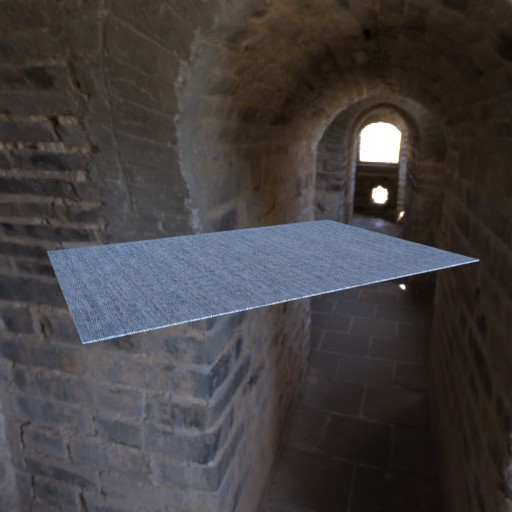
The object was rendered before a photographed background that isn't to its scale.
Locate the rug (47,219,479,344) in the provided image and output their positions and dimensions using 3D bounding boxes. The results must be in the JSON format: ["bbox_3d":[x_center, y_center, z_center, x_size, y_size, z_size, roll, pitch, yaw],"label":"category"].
[{"bbox_3d":[0.000,0.000,2.144,1.752,0.006,1.142,-8,18,-28],"label":"rug"}]
